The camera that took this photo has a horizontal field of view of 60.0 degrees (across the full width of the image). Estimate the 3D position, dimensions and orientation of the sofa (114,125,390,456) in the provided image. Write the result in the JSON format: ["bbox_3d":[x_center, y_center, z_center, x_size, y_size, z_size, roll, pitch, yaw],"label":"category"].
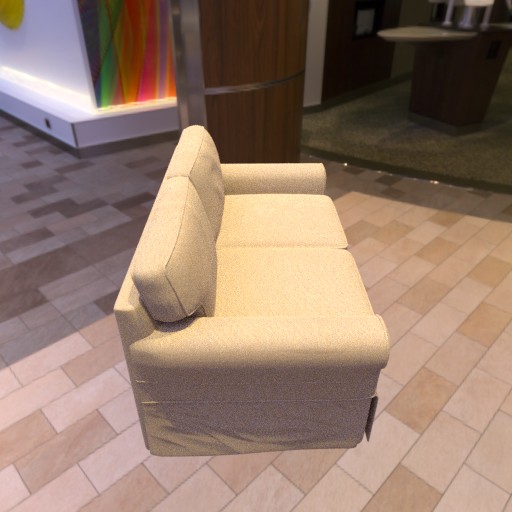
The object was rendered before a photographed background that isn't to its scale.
[{"bbox_3d":[0.000,0.000,2.337,0.991,0.940,1.727,-1,33,-1],"label":"sofa"}]
